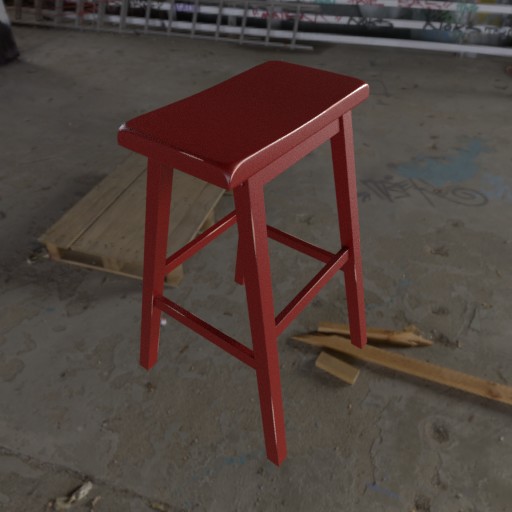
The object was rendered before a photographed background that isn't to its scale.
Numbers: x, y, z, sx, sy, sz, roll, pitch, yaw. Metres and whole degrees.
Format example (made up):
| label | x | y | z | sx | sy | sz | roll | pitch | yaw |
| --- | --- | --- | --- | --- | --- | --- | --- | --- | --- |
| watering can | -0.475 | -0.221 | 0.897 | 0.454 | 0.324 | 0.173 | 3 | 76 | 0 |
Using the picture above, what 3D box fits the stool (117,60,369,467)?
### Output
| label | x | y | z | sx | sy | sz | roll | pitch | yaw |
| --- | --- | --- | --- | --- | --- | --- | --- | --- | --- |
| stool | 0.000 | 0.000 | 1.039 | 0.476 | 0.737 | 0.457 | 26 | 47 | 27 |
